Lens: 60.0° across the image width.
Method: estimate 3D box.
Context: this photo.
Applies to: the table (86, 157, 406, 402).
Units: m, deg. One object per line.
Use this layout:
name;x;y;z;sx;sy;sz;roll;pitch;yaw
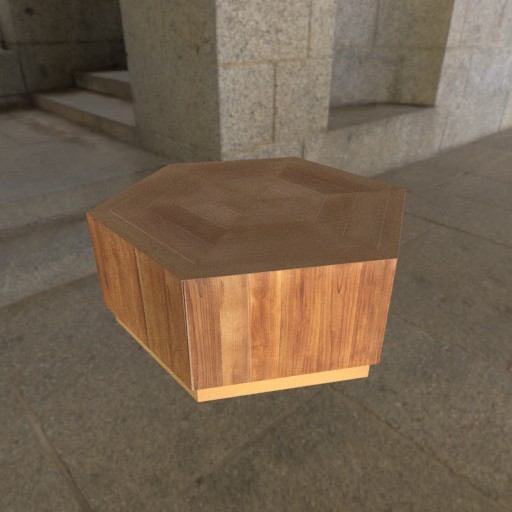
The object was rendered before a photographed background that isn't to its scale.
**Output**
table;0.000;0.000;1.683;1.000;0.456;1.154;9;30;16
